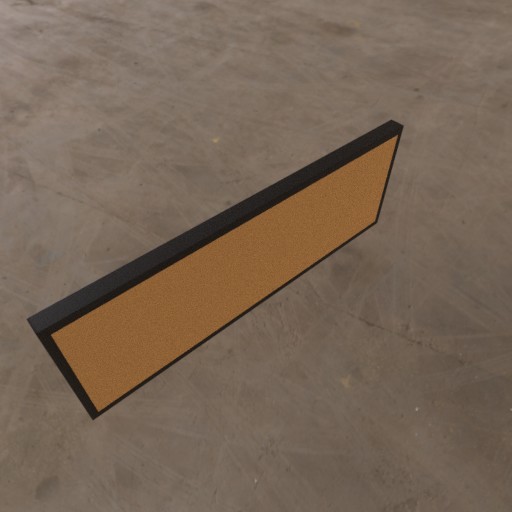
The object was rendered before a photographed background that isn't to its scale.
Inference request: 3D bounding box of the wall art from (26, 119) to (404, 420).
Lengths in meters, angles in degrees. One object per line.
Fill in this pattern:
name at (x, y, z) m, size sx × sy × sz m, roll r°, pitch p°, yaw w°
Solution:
wall art at (0.000, 0.000, 0.944) m, size 0.860 × 0.303 × 0.037 m, roll -32°, pitch 55°, yaw -26°
